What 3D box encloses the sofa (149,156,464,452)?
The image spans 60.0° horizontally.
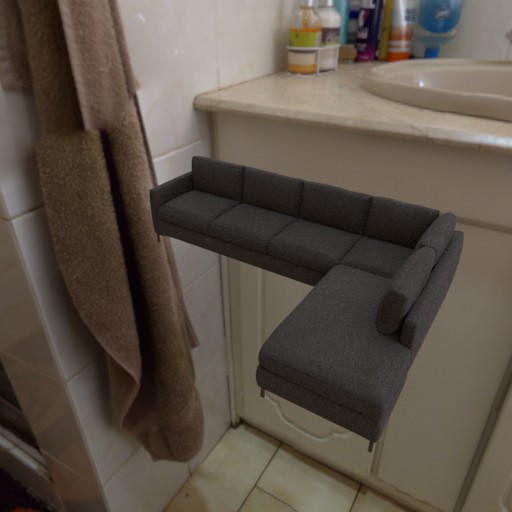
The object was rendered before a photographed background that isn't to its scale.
[{"bbox_3d":[0.000,0.000,3.775,2.949,0.815,2.007,19,36,28],"label":"sofa"}]
